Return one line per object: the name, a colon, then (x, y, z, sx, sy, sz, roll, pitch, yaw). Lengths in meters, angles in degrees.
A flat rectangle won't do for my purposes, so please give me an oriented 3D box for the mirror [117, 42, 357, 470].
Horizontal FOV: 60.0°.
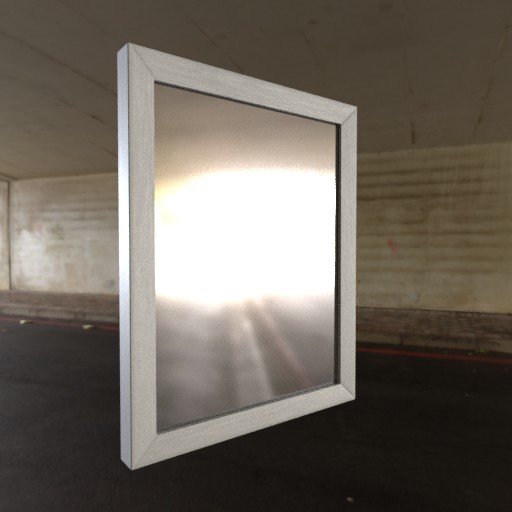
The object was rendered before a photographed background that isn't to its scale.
mirror: (0.000, 0.000, 0.663, 0.405, 0.508, 0.041, -1, 2, -37)
